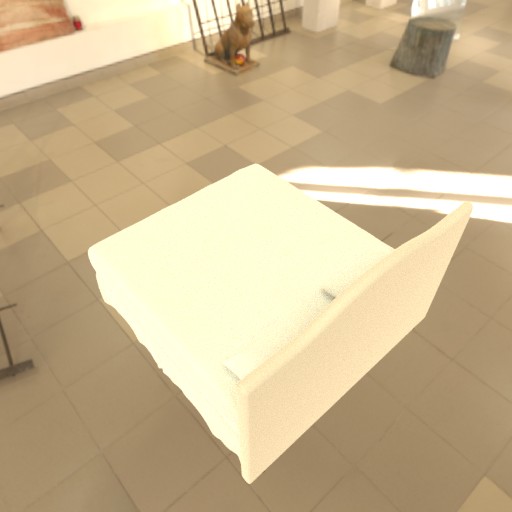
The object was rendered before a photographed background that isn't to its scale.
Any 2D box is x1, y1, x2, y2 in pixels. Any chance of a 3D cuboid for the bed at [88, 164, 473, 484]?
[{"bbox_3d":[0.000,0.000,3.524,2.083,1.421,2.182,-33,54,-28],"label":"bed"}]
